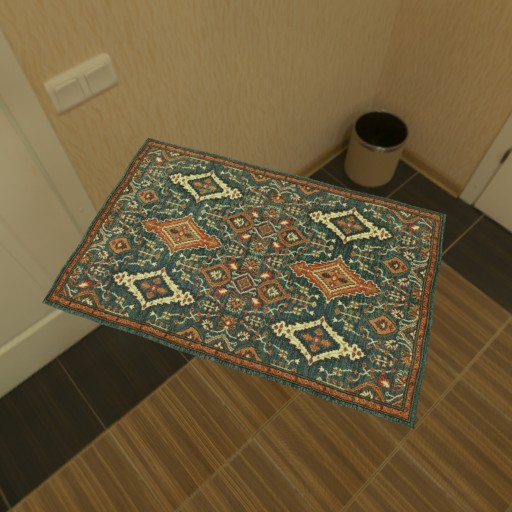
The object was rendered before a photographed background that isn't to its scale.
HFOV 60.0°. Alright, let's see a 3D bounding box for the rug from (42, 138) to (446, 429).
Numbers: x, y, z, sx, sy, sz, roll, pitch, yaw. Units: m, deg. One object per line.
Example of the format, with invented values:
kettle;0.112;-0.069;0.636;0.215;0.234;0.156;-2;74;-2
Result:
rug;0.000;0.000;4.238;3.371;0.008;2.190;16;61;9
